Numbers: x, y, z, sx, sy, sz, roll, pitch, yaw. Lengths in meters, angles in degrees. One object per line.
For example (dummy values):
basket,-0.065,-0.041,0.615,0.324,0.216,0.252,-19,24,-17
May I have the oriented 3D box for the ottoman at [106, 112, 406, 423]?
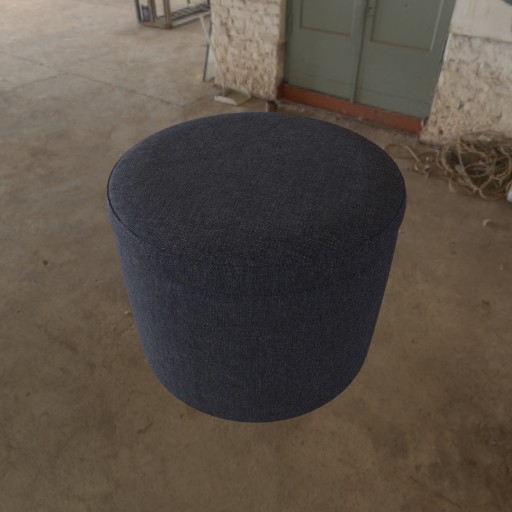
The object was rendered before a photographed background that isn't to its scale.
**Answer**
ottoman,0.000,0.000,0.901,0.520,0.430,0.520,0,40,0
